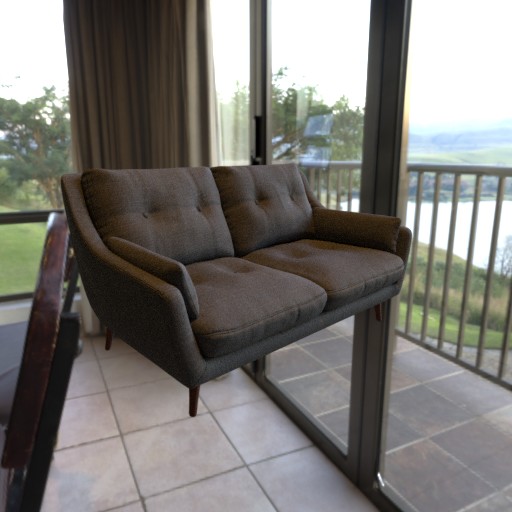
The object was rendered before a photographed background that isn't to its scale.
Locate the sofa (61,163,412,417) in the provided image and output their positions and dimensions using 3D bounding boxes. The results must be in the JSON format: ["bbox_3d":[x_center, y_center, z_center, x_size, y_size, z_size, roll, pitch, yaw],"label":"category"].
[{"bbox_3d":[0.000,0.000,2.244,1.646,0.887,0.976,-13,19,-43],"label":"sofa"}]
